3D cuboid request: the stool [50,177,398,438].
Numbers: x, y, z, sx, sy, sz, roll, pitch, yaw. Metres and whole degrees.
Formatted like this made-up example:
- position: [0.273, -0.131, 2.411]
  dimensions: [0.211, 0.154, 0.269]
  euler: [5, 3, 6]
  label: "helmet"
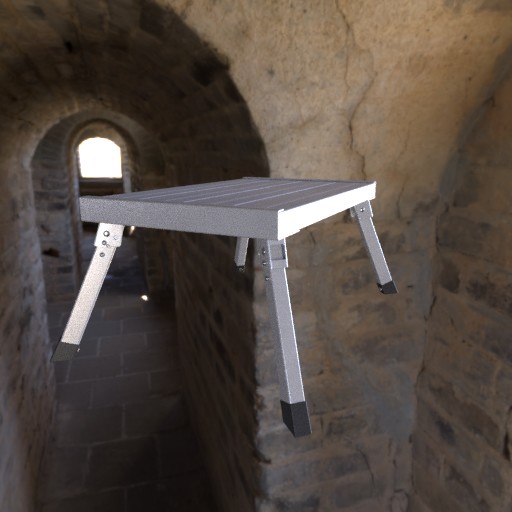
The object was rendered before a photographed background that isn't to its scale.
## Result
- position: [0.000, 0.000, 0.733]
  dimensions: [0.385, 0.225, 0.535]
  euler: [7, 15, 26]
  label: "stool"
